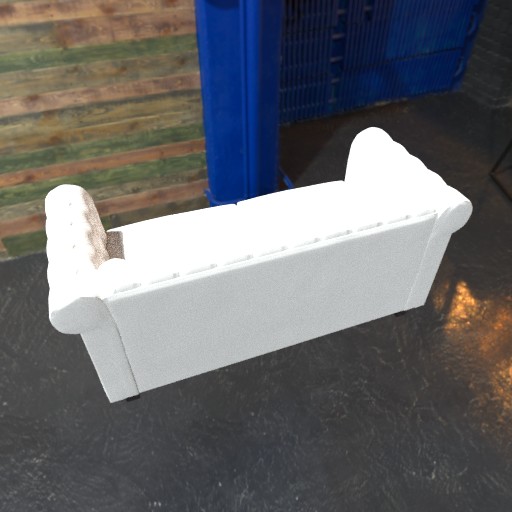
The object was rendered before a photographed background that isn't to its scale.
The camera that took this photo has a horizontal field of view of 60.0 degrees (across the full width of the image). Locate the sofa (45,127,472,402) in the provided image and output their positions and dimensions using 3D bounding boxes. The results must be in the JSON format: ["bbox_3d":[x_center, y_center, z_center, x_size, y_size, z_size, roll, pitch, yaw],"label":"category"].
[{"bbox_3d":[0.000,0.000,2.227,1.798,0.796,0.771,-14,45,-15],"label":"sofa"}]
